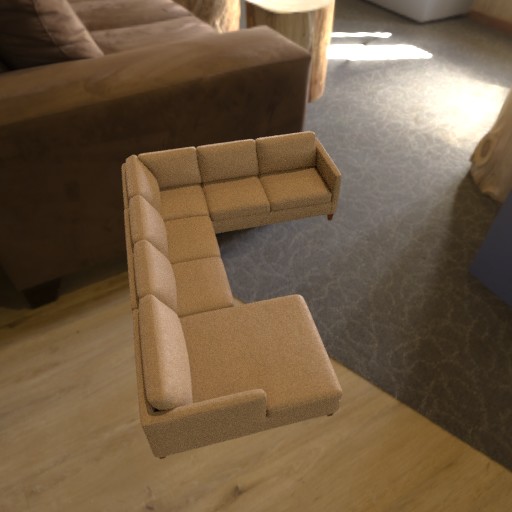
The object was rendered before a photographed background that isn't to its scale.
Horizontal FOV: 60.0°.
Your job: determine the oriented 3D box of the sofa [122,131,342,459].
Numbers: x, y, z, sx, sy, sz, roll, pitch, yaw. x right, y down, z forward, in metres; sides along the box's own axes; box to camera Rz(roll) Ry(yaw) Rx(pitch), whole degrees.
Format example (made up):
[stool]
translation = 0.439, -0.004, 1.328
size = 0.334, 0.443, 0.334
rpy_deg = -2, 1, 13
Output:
[sofa]
translation = 0.000, 0.000, 4.623
size = 2.551, 0.889, 3.403
rpy_deg = -10, 46, -10
